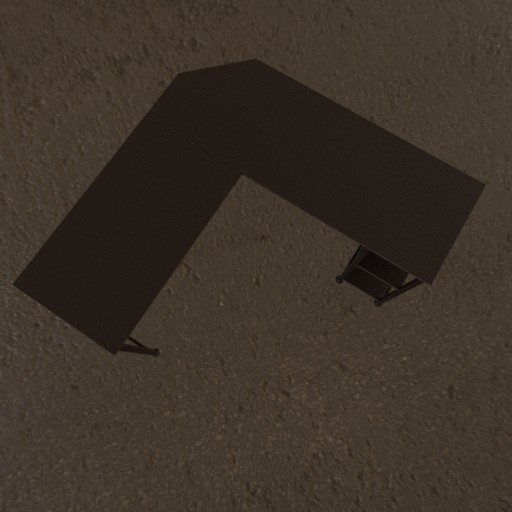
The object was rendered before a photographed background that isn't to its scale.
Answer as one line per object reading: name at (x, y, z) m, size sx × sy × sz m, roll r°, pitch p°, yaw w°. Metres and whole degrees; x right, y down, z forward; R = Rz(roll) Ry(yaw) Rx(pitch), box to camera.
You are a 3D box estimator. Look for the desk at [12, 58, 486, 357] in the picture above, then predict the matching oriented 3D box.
desk at (0.000, 0.000, 2.139) m, size 1.379 × 0.739 × 1.379 m, roll 32°, pitch 78°, yaw 8°
